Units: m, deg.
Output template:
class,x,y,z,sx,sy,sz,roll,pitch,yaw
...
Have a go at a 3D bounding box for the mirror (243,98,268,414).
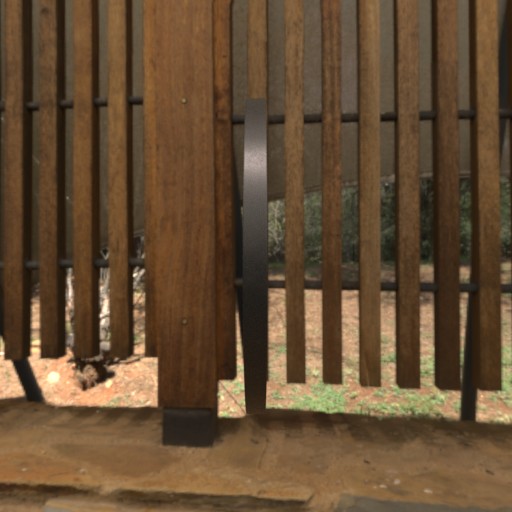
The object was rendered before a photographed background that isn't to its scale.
class,x,y,z,sx,sy,sz,roll,pitch,yaw
mirror,0.000,0.000,0.841,0.032,0.565,0.565,0,-1,0
